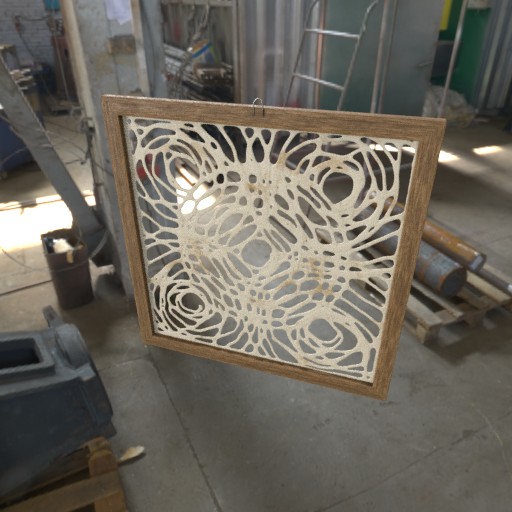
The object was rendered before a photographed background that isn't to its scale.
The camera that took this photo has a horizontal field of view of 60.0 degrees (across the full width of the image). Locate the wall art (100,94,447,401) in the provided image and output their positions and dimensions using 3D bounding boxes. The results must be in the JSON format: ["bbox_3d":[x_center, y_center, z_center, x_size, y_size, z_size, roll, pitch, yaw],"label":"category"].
[{"bbox_3d":[0.000,0.000,0.834,0.561,0.576,0.021,10,32,16],"label":"wall art"}]
